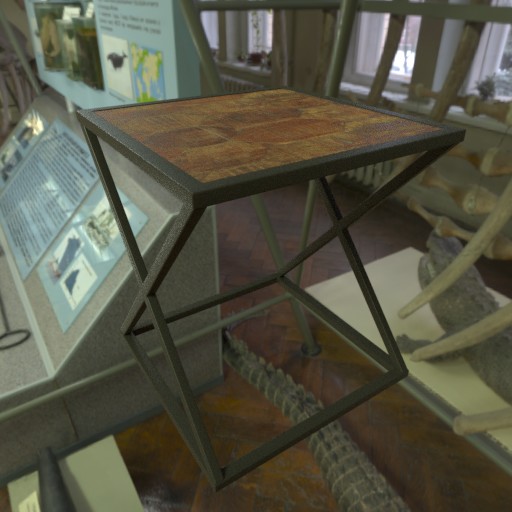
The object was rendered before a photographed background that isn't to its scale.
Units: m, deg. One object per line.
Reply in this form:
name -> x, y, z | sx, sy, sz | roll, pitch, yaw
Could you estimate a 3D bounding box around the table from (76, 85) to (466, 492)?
table -> 0.000, 0.000, 0.931 | 0.500, 0.565, 0.500 | -18, 35, -28
